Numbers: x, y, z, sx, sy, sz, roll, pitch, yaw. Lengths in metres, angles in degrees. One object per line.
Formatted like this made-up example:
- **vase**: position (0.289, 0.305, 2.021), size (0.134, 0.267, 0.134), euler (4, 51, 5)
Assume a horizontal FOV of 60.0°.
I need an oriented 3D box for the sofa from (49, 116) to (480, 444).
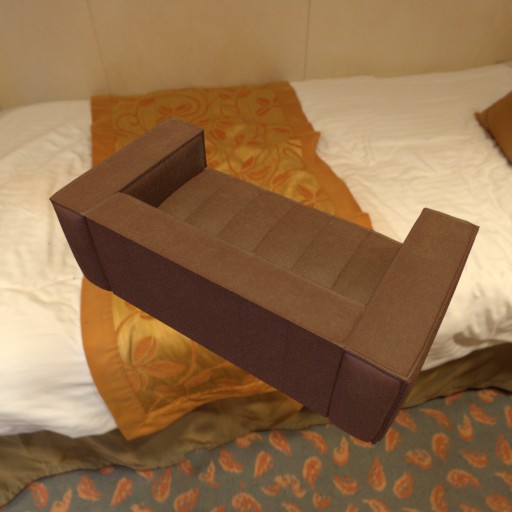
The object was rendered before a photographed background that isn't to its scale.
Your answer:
- **sofa**: position (0.000, 0.000, 2.576), size (2.088, 0.703, 1.102), euler (25, 51, 22)
